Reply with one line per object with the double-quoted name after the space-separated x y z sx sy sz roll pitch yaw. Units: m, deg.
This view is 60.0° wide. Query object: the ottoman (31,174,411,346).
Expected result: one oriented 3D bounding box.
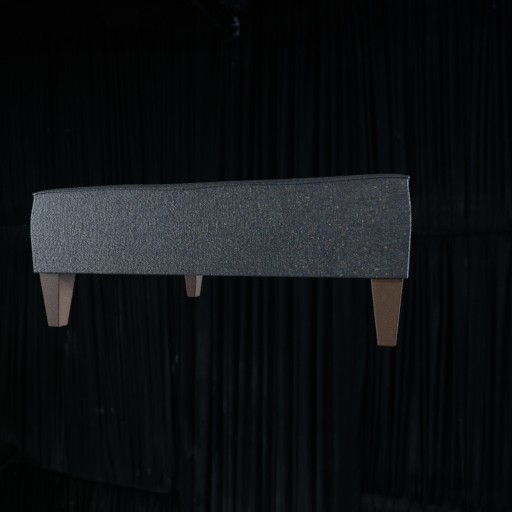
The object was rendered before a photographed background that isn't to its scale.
0.000 0.000 1.524 0.968 0.382 1.004 0 0 17 "ottoman"
